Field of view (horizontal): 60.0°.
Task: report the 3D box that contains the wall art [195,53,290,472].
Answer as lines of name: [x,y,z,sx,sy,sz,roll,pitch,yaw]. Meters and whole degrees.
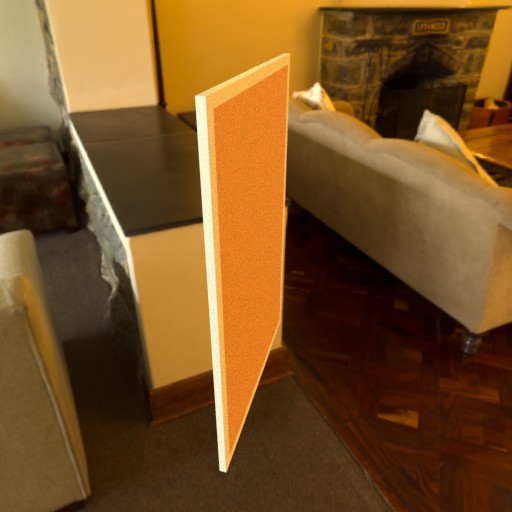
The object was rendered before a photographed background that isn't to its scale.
wall art: [0.000,0.000,0.836,0.013,0.656,0.456,8,31,13]
